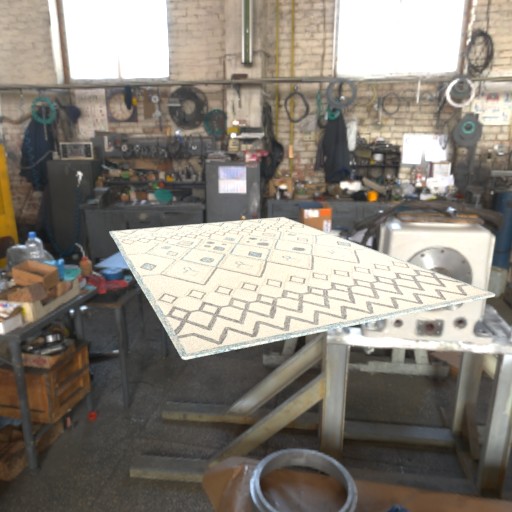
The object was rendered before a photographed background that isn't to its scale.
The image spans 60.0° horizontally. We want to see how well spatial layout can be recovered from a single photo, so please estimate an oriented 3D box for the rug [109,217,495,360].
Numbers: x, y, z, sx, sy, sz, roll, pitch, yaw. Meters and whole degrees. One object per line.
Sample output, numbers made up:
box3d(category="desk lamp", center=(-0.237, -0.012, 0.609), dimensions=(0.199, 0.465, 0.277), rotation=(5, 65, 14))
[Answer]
box3d(category="rug", center=(0.000, 0.000, 2.295), dimensions=(1.260, 0.009, 1.820), rotation=(-7, 17, -23))
